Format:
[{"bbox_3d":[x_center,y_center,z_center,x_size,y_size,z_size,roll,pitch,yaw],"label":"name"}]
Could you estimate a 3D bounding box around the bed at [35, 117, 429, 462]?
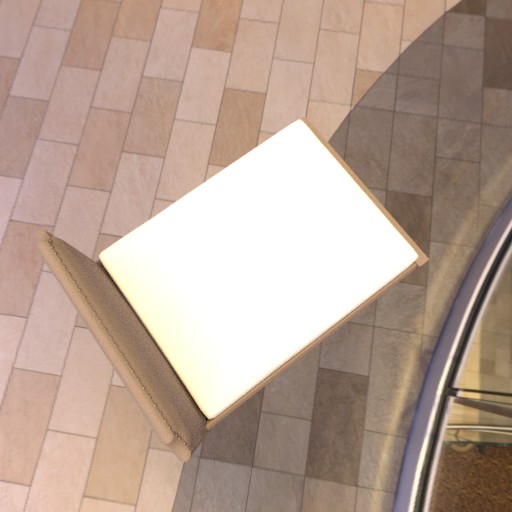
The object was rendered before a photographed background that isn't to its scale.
[{"bbox_3d":[0.000,0.000,3.437,2.372,1.443,1.713,-36,78,-9],"label":"bed"}]
